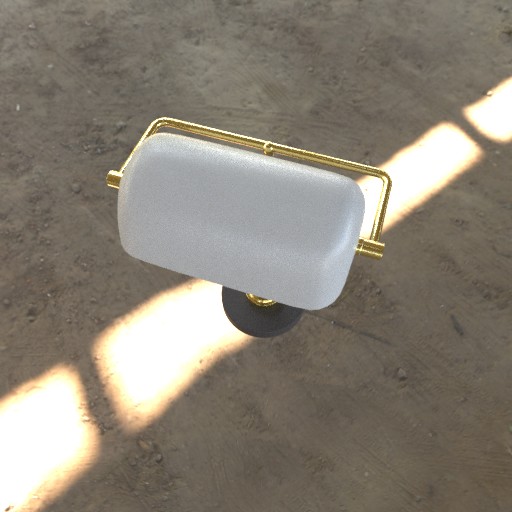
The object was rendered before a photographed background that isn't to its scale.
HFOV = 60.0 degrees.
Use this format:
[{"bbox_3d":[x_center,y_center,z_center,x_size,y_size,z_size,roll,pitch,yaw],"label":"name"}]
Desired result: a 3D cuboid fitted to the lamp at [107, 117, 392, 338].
[{"bbox_3d":[0.000,0.000,0.567,0.269,0.404,0.227,16,60,10],"label":"lamp"}]
